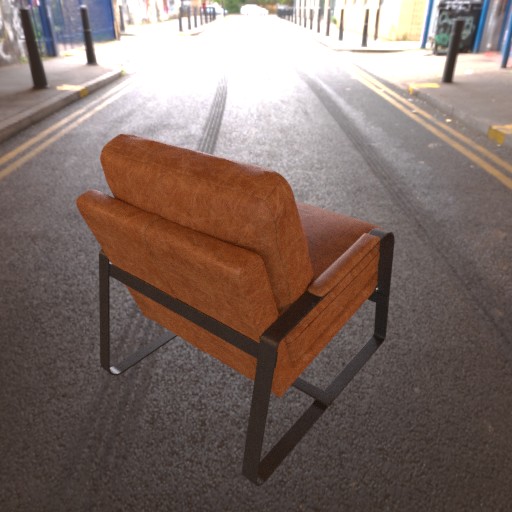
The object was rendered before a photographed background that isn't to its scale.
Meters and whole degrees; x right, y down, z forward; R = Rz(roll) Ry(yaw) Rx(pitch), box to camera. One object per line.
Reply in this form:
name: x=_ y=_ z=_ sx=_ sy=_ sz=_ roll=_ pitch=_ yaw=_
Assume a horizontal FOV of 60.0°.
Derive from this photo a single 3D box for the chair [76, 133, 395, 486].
chair: x=0.000 y=0.000 z=1.359 sx=0.651 sy=0.777 sz=0.801 roll=22 pitch=36 yaw=33
